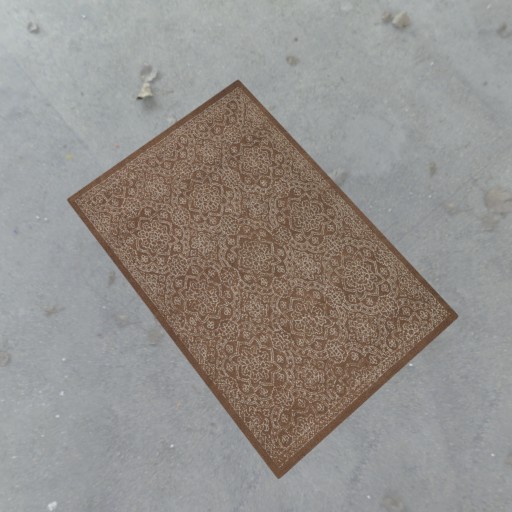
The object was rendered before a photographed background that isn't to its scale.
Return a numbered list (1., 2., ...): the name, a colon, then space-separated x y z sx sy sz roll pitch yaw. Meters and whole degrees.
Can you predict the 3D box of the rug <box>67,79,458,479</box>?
1. rug: 0.000 0.000 2.371 1.219 0.010 1.829 -38 78 -9
